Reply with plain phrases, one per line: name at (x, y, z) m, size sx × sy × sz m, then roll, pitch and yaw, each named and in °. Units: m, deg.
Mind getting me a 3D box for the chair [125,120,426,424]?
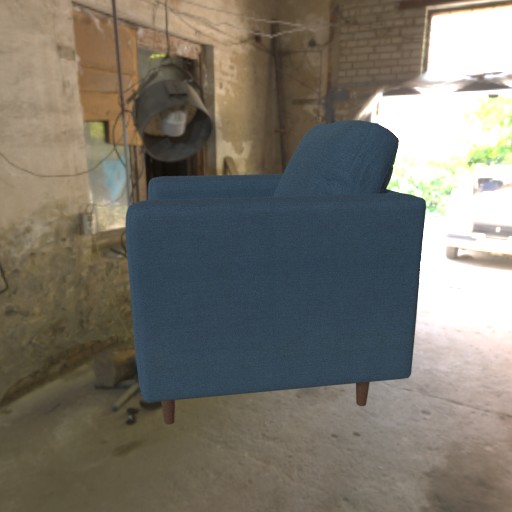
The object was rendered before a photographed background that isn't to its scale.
chair at (0.000, 0.000, 1.580) m, size 0.820 × 0.922 × 0.855 m, roll -2°, pitch 15°, yaw -9°
